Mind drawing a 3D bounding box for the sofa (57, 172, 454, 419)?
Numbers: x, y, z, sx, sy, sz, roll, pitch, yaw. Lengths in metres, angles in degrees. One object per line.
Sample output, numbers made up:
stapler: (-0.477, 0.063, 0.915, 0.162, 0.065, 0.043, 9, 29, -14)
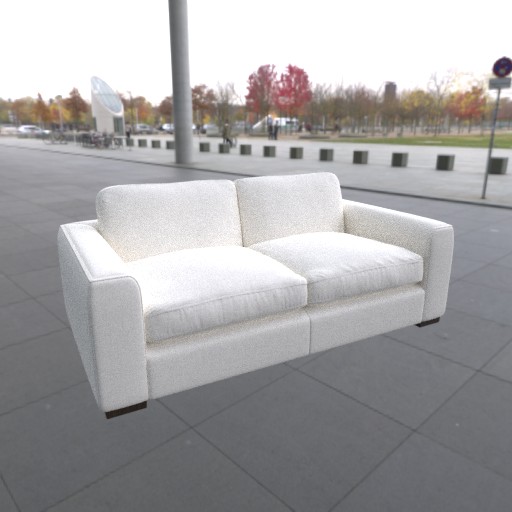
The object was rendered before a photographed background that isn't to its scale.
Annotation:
sofa: (0.000, 0.000, 2.440, 1.920, 0.801, 1.069, -9, 19, -27)
